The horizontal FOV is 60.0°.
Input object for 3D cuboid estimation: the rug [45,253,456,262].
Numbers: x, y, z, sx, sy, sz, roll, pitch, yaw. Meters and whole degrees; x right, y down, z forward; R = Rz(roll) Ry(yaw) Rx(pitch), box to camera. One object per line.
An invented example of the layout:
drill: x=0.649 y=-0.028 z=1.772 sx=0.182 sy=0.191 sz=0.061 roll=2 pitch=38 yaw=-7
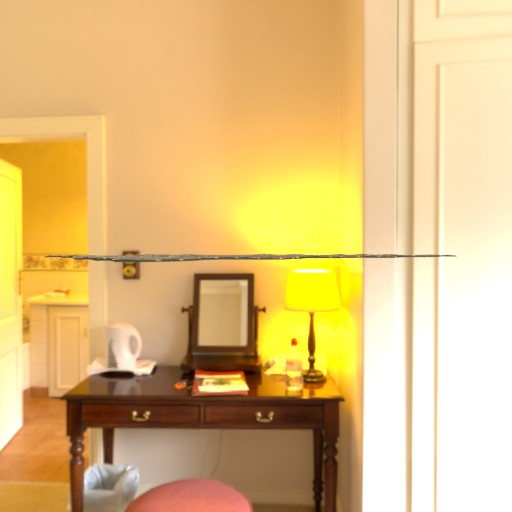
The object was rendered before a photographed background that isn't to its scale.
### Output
rug: x=0.000 y=0.000 z=3.094 sx=2.448 sy=0.017 sz=1.529 roll=-1 pitch=1 yaw=-35
